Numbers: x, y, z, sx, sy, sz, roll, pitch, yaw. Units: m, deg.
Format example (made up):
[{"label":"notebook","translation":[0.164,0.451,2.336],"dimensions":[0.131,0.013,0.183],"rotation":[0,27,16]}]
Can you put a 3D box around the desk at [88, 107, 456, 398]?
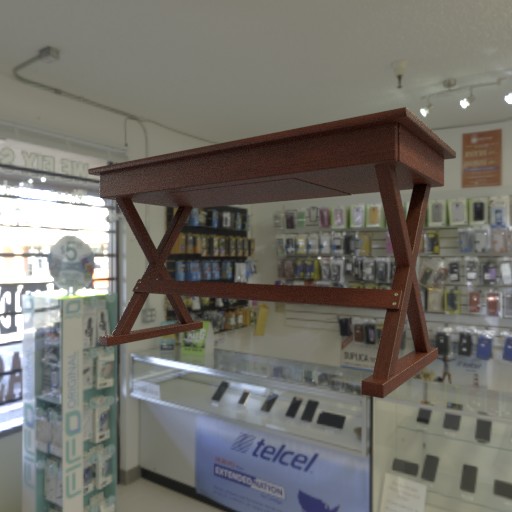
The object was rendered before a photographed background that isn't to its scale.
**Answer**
[{"label":"desk","translation":[0.000,0.000,1.776],"dimensions":[1.372,0.761,0.600],"rotation":[0,0,36]}]
